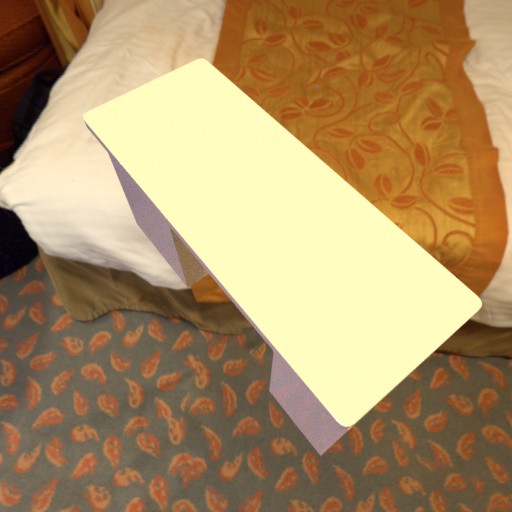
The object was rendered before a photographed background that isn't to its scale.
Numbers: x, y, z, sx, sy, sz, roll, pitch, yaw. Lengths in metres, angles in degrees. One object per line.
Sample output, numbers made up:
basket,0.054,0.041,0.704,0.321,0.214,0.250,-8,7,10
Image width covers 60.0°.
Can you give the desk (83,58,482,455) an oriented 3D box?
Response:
desk,0.000,0.000,1.771,0.550,0.762,1.400,-34,65,-18
